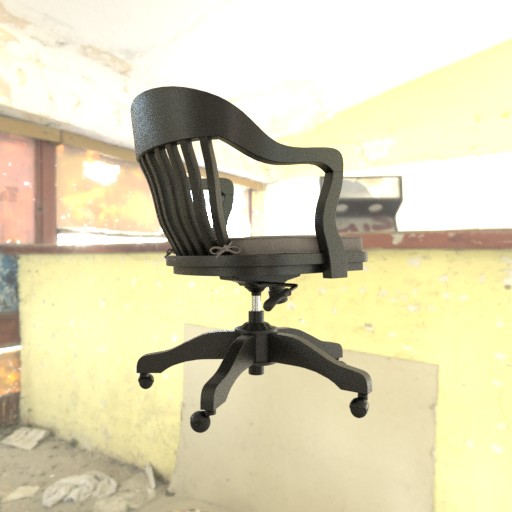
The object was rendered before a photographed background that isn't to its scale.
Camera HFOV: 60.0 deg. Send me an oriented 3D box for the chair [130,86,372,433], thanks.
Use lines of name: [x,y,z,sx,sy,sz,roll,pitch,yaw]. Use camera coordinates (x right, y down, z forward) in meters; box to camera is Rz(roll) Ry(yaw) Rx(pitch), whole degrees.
chair: [0.000,0.000,1.432,0.788,0.878,0.750,0,0,-36]
